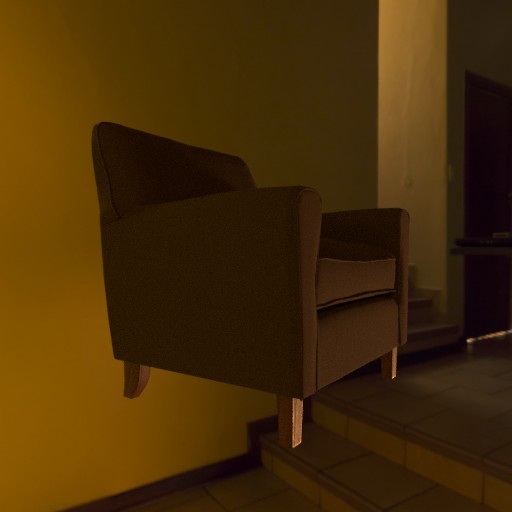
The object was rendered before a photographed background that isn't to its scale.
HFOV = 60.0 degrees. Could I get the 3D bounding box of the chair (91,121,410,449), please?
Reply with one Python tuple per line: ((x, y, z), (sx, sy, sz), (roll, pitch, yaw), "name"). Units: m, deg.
((0.000, 0.000, 1.573), (0.831, 0.911, 0.836), (1, 1, 36), "chair")
